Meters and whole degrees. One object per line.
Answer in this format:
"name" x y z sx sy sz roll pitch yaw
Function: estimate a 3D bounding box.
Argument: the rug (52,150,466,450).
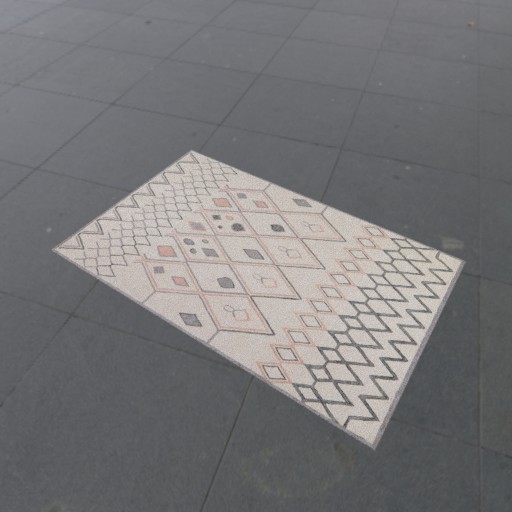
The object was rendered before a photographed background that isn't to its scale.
"rug" 0.000 0.000 3.072 2.438 0.015 1.524 26 52 23
